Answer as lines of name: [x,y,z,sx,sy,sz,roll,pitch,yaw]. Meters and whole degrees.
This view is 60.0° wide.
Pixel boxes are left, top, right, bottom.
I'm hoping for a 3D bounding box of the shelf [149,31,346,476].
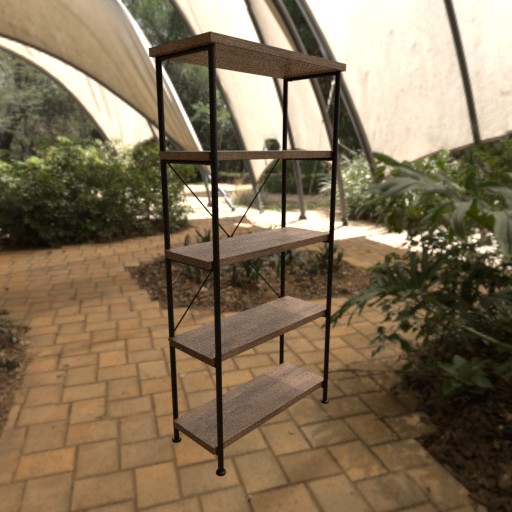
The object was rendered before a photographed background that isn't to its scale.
shelf: [0.000,0.000,2.037,0.360,1.700,0.800,13,19,42]
